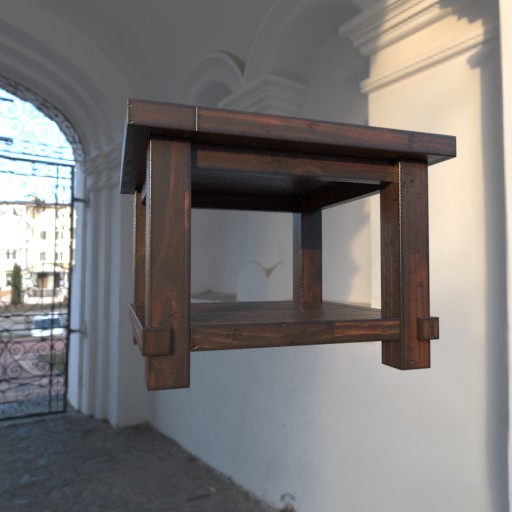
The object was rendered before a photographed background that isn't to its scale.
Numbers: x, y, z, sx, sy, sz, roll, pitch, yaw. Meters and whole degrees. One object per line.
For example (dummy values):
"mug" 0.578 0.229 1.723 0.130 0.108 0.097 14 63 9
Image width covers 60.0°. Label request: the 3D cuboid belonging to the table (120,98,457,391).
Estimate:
"table" 0.000 0.000 1.018 0.593 0.437 0.606 1 -2 -18
